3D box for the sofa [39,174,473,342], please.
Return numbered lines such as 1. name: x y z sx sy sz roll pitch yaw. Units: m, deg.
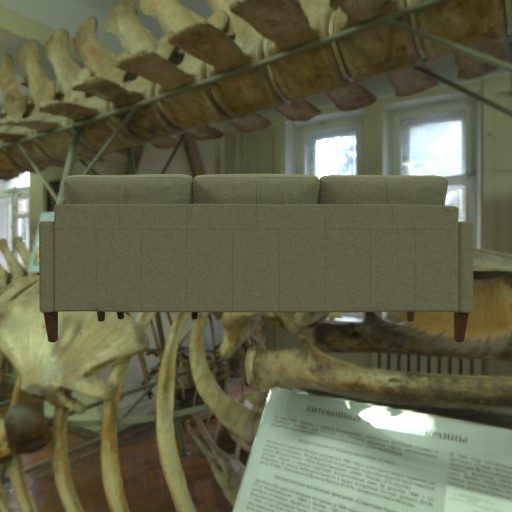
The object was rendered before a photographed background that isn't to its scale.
1. sofa: 0.000 0.000 2.945 2.178 0.875 1.506 0 0 0
